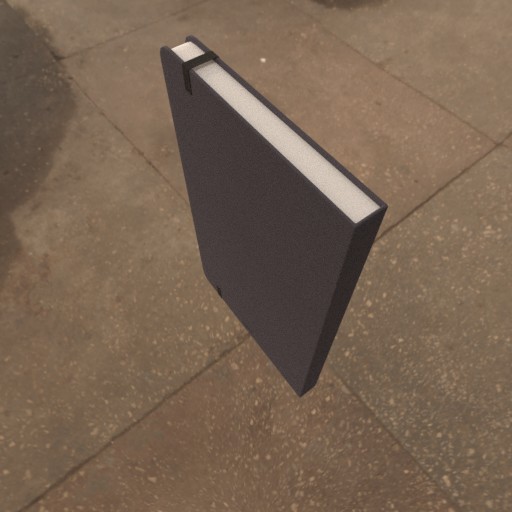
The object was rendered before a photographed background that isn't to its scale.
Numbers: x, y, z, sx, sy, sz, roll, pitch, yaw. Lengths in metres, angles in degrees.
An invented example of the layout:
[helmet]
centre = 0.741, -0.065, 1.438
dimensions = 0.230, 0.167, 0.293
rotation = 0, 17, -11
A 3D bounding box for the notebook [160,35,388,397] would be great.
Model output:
[notebook]
centre = 0.000, 0.000, 0.261
dimensions = 0.016, 0.213, 0.127
rotation = -32, 63, -18
